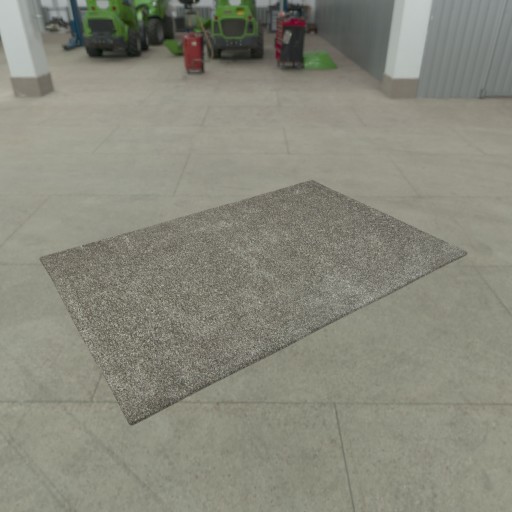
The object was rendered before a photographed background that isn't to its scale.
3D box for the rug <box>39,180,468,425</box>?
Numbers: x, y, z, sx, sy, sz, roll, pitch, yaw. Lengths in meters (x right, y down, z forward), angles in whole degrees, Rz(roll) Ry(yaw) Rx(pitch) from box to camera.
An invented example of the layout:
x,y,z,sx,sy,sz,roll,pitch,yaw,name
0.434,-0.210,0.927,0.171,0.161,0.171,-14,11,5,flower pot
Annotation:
x,y,z,sx,sy,sz,roll,pitch,yaw,name
0.000,0.000,3.350,2.699,0.026,1.802,-20,37,-29,rug
